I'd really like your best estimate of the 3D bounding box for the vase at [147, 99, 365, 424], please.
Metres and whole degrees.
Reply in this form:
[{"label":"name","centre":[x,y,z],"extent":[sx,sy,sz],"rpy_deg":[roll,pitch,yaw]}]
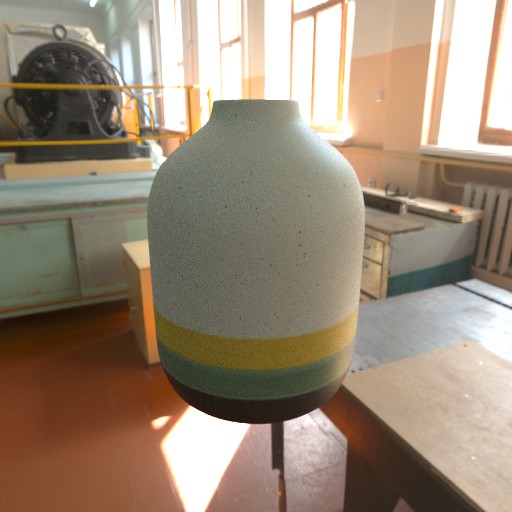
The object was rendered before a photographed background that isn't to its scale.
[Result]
[{"label":"vase","centre":[0.000,0.000,0.363],"extent":[0.169,0.240,0.169],"rpy_deg":[0,18,0]}]
